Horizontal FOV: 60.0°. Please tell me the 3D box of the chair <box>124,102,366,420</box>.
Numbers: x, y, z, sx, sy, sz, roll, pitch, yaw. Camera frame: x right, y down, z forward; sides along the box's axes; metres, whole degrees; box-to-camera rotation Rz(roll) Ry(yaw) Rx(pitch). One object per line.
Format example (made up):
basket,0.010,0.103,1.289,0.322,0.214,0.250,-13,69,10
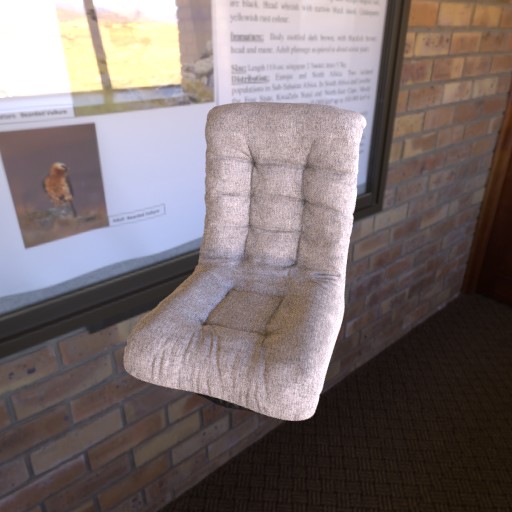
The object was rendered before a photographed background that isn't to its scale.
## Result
chair,0.000,0.000,1.001,0.400,0.600,0.583,8,28,16
